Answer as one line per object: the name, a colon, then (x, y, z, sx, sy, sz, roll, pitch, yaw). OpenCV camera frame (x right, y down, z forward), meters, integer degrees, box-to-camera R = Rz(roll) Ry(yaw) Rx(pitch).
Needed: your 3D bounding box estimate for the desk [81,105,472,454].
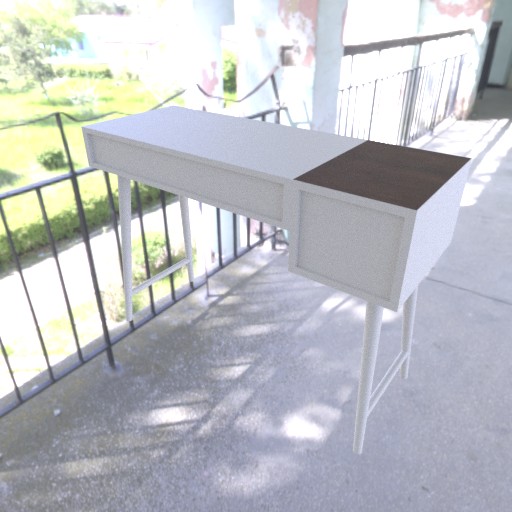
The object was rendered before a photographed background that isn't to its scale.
desk: (0.000, 0.000, 1.450, 1.069, 0.761, 0.409, 21, 36, 31)
